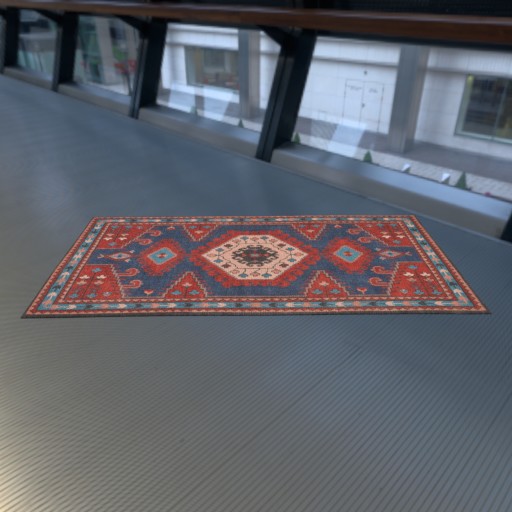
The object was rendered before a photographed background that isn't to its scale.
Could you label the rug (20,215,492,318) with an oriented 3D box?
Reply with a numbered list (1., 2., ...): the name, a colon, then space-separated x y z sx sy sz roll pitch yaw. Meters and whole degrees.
1. rug: 0.000 0.000 3.503 3.032 0.034 1.522 0 30 -1
